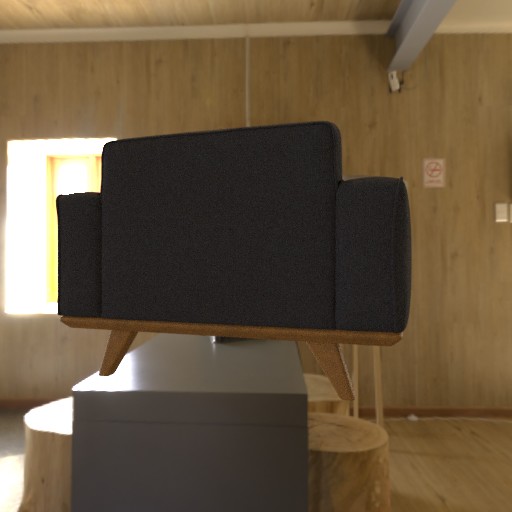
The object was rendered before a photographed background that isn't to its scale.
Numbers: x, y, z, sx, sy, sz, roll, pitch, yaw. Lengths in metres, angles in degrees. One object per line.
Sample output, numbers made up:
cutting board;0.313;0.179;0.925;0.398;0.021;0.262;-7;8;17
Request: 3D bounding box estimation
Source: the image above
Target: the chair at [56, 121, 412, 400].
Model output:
chair;0.000;0.000;1.709;1.118;0.783;0.953;0;0;18
